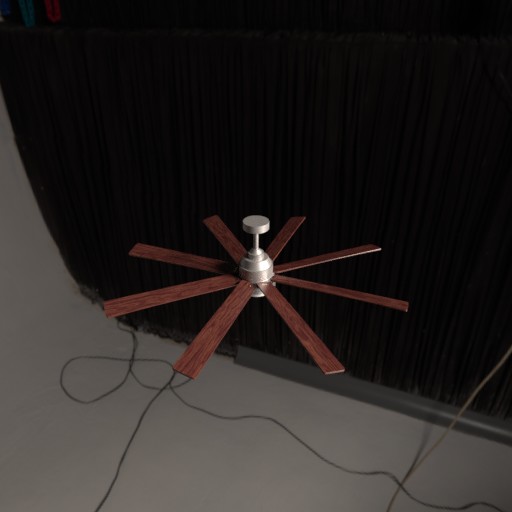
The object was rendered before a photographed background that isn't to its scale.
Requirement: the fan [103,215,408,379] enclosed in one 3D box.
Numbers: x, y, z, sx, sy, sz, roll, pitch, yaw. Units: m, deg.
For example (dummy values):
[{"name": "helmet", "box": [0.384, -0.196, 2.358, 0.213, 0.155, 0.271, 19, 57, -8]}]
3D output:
[{"name": "fan", "box": [0.000, 0.000, 2.707, 1.830, 0.472, 1.830, 11, 32, 19]}]
